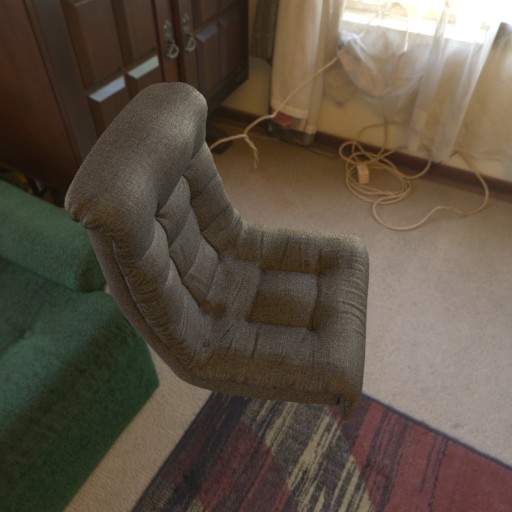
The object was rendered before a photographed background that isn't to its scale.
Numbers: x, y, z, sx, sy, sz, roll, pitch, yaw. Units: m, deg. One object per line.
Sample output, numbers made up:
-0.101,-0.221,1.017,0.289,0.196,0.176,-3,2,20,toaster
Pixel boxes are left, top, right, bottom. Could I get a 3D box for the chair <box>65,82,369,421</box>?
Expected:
0.000,0.000,1.205,0.668,0.749,0.597,8,47,8,chair
